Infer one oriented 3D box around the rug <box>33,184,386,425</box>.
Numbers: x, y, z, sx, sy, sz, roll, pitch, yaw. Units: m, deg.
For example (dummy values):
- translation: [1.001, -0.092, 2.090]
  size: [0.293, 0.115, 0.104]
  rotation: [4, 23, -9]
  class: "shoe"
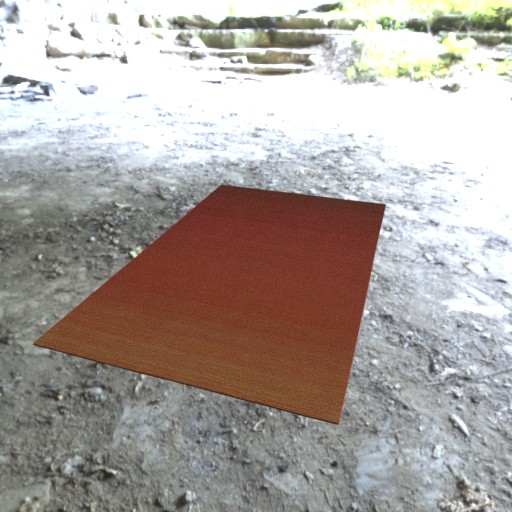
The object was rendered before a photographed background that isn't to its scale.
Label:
- translation: [0.000, 0.000, 3.004]
  size: [1.531, 0.010, 2.442]
  rotation: [9, 30, 16]
  class: "rug"
